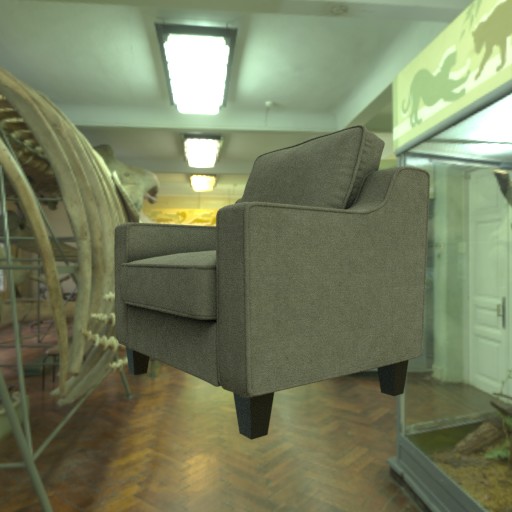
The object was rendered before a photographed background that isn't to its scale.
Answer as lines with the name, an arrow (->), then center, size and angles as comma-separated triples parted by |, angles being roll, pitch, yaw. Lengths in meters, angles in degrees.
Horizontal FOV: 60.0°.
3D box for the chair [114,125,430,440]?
chair -> 0.000, 0.000, 1.664 | 0.840, 0.944, 0.926 | 0, 0, -37
